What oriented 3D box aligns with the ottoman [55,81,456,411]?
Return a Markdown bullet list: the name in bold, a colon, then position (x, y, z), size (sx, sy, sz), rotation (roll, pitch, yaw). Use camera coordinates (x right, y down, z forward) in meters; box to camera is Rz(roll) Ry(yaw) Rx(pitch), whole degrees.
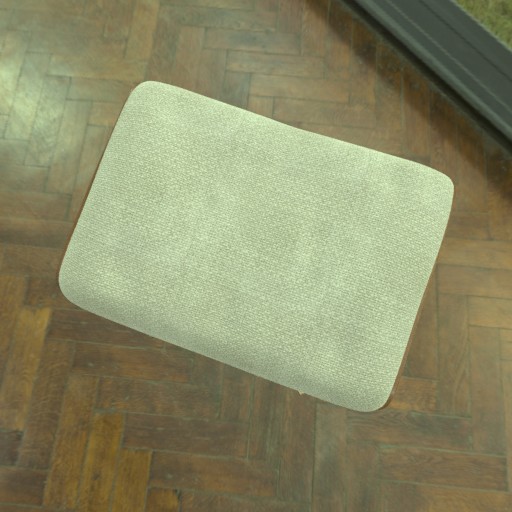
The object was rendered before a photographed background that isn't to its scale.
- **ottoman**: position (0.000, 0.000, 0.796), size (0.520, 0.391, 0.394), rotation (19, 75, 5)
